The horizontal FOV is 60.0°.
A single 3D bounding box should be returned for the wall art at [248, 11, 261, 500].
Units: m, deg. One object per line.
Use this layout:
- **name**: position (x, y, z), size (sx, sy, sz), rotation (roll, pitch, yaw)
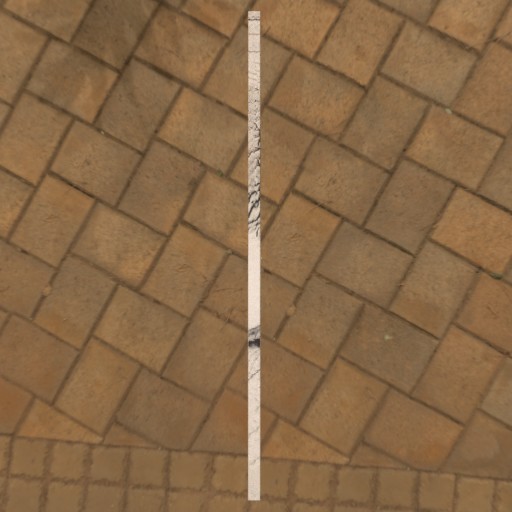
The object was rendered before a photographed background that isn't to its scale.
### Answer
- **wall art**: position (0.000, 0.000, 1.131), size (0.023, 0.607, 0.914), rotation (0, 90, 1)
